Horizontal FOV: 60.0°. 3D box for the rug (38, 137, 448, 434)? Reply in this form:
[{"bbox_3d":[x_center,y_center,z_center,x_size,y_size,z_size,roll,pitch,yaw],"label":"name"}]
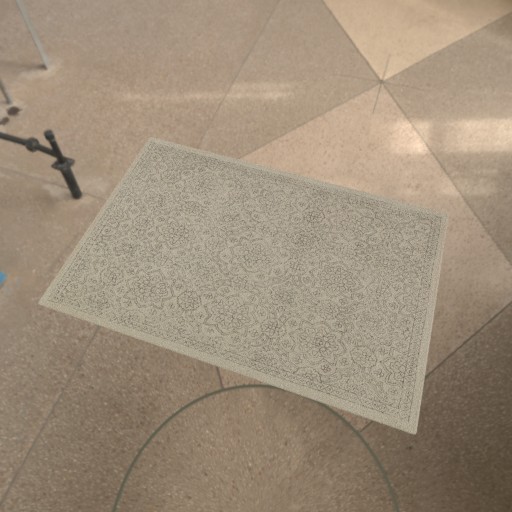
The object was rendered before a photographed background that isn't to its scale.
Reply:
[{"bbox_3d":[0.000,0.000,2.301,1.829,0.010,1.219,16,59,10],"label":"rug"}]
